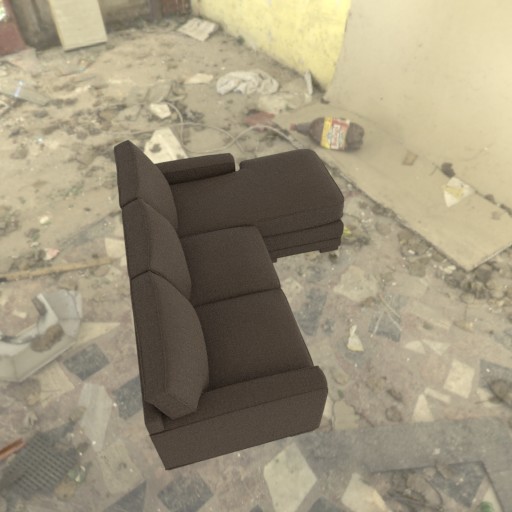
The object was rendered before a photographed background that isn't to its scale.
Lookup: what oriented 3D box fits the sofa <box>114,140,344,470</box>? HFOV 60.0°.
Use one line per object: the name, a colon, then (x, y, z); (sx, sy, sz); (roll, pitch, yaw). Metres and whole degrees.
sofa: (0.000, 0.000, 3.290); (1.790, 0.973, 2.370); (-11, 48, -10)
